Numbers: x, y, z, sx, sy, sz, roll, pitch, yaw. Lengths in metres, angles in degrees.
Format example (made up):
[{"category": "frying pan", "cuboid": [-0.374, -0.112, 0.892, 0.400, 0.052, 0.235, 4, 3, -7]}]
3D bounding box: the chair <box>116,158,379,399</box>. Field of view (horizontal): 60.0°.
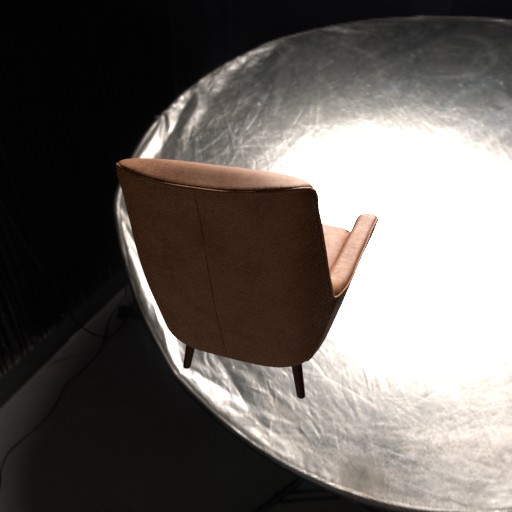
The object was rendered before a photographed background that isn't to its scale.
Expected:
[{"category": "chair", "cuboid": [0.000, 0.000, 1.528, 0.753, 0.883, 0.851, 10, 33, 16]}]
